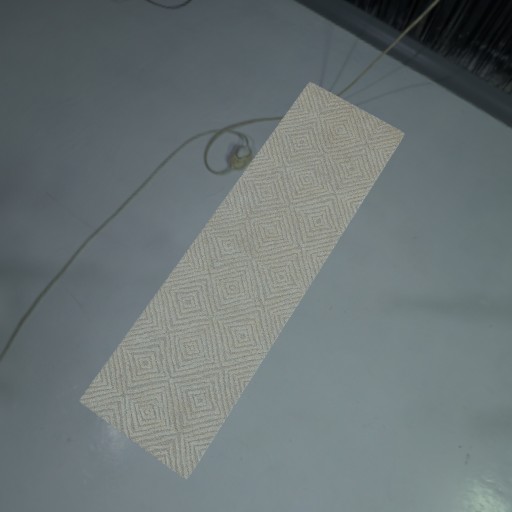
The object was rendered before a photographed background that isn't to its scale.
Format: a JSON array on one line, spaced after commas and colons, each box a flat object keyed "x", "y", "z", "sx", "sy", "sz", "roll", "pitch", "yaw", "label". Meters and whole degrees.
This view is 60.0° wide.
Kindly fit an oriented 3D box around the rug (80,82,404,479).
[{"x": 0.000, "y": 0.000, "z": 2.473, "sx": 0.676, "sy": 0.008, "sz": 2.277, "roll": 32, "pitch": 77, "yaw": 9, "label": "rug"}]
